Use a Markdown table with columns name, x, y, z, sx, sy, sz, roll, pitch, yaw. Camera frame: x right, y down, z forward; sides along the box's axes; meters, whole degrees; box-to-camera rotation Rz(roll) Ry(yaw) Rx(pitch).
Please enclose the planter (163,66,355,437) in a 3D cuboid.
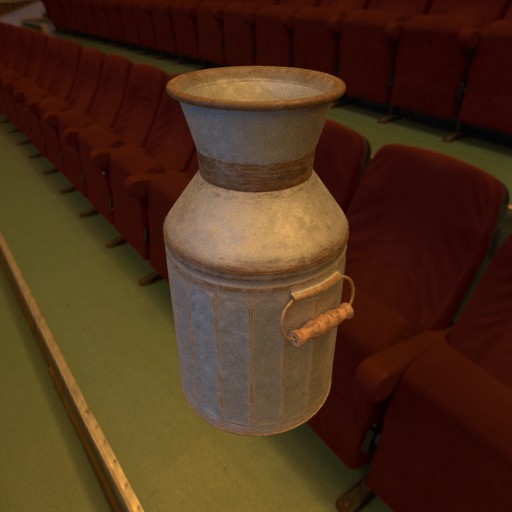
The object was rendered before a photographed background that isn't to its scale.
| name | x | y | z | sx | sy | sz | roll | pitch | yaw |
| --- | --- | --- | --- | --- | --- | --- | --- | --- | --- |
| planter | 0.000 | 0.000 | 0.530 | 0.214 | 0.396 | 0.245 | -22 | 39 | -31 |
